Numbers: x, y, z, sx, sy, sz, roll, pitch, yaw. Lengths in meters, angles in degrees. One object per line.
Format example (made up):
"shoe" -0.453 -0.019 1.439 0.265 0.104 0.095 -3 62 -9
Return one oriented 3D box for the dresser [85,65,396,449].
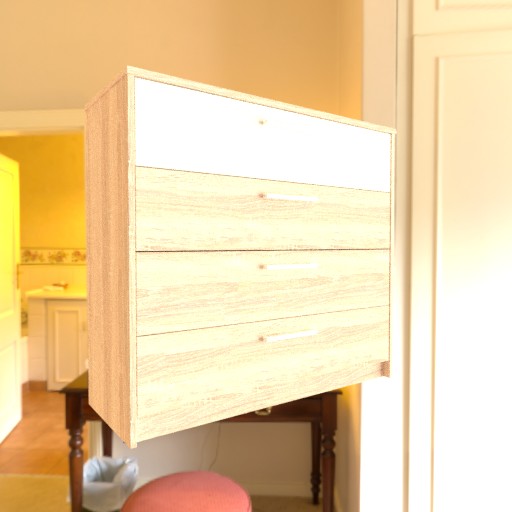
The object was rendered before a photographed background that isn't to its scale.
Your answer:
"dresser" 0.000 0.000 1.458 0.980 0.900 0.380 -1 2 -35
